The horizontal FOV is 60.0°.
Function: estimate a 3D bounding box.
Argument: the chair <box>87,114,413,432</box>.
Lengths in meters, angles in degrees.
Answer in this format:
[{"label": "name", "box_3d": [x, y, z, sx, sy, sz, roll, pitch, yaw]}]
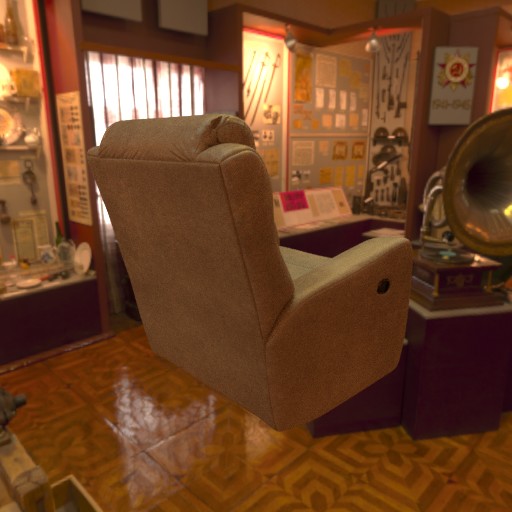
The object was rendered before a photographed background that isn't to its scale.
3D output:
[{"label": "chair", "box_3d": [0.000, 0.000, 1.912, 1.068, 1.116, 0.965, -13, 19, -42]}]
